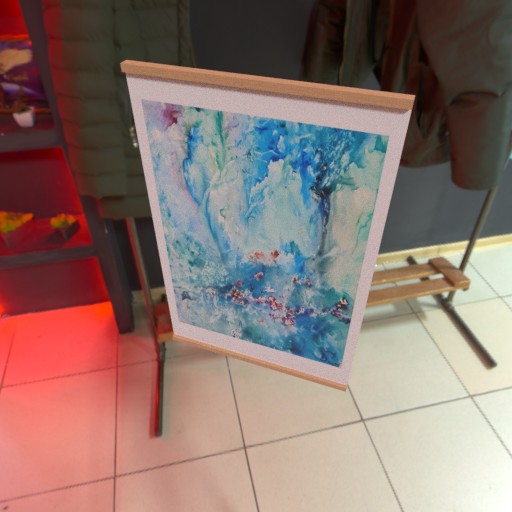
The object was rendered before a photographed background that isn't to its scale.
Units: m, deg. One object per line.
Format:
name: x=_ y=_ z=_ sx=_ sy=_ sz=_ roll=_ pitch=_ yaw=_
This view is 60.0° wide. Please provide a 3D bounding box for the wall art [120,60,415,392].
wall art: x=0.000 y=0.000 z=1.921 sx=0.991 sy=1.510 sz=0.040 roll=13 pitch=42 yaw=15
